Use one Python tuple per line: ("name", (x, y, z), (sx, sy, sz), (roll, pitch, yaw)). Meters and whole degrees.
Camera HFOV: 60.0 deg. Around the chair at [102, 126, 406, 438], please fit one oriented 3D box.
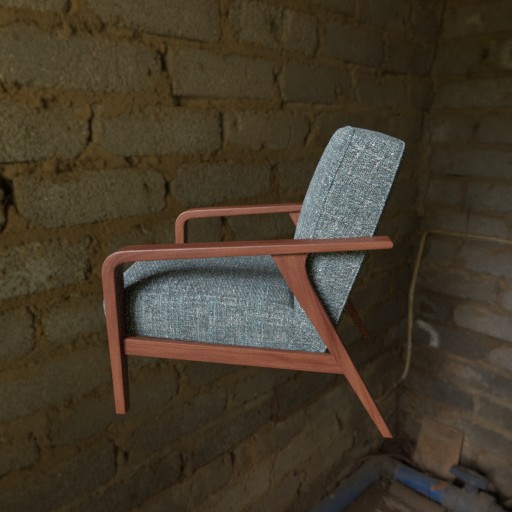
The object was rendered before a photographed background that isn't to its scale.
("chair", (0.000, 0.000, 1.539), (0.889, 0.864, 0.719), (2, 16, 8))
